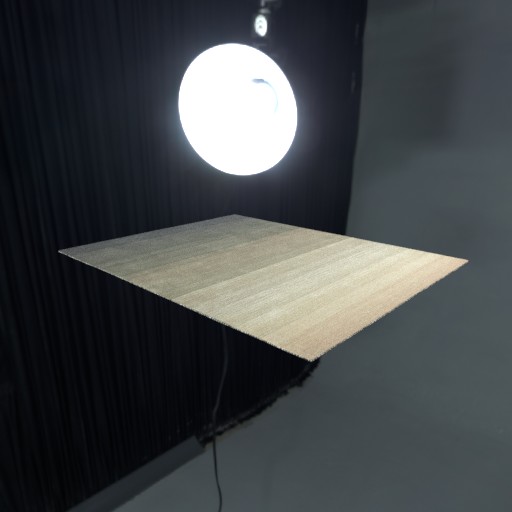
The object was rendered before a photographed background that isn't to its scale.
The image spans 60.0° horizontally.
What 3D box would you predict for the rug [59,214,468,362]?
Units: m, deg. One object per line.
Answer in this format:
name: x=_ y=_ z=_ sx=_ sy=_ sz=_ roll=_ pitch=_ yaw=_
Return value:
rug: x=0.000 y=0.000 z=4.015 sx=2.932 sy=0.015 sz=2.315 roll=15 pitch=23 yaw=41
